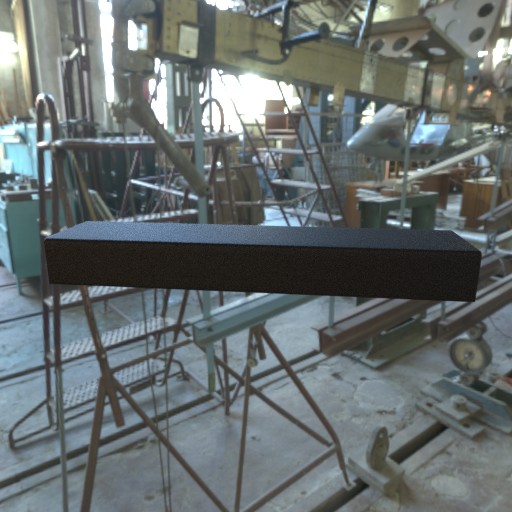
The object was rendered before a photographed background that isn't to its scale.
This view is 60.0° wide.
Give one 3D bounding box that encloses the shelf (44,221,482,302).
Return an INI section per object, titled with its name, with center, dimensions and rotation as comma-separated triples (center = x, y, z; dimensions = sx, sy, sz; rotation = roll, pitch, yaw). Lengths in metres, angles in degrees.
[shelf]
center = 0.000, 0.000, 0.512
dimensions = 0.456, 0.053, 0.102
rotation = 2, 16, 7
